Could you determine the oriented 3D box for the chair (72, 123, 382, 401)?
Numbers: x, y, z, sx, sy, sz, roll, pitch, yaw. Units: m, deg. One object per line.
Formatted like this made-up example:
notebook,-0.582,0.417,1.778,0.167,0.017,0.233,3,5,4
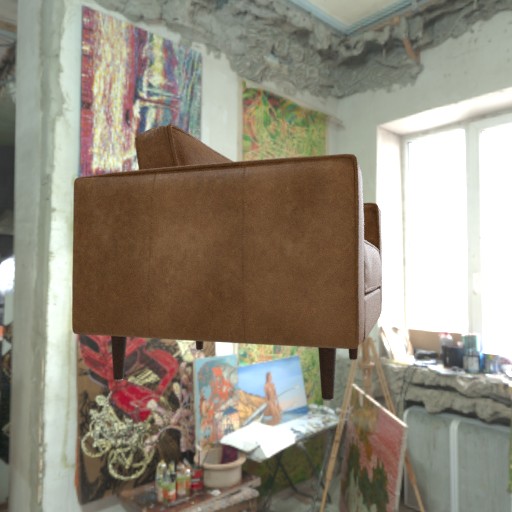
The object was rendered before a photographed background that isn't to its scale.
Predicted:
chair,0.000,0.000,1.513,0.798,0.767,0.928,-1,-2,19
